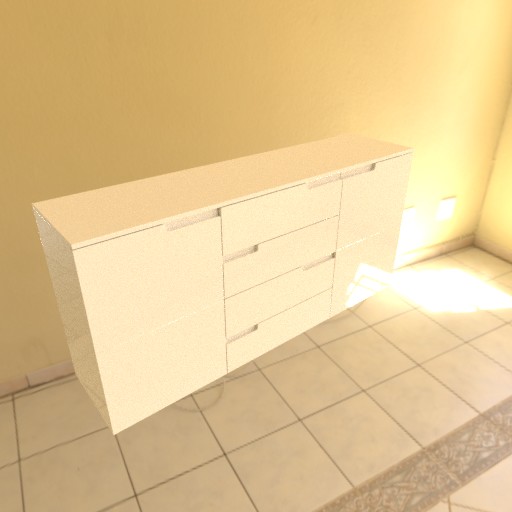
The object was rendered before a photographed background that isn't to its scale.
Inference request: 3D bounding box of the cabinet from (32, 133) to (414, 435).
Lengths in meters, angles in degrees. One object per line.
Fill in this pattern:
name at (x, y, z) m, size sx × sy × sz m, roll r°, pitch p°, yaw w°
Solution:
cabinet at (0.000, 0.000, 2.026) m, size 1.650 × 0.800 × 0.400 m, roll -21°, pitch 35°, yaw -33°
